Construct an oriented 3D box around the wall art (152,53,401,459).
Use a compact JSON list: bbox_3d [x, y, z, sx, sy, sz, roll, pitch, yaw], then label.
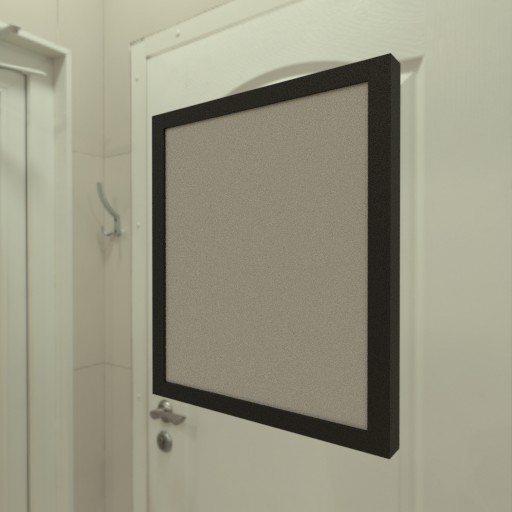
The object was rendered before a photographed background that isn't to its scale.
[{"bbox_3d":[0.000,0.000,0.523,0.330,0.381,0.029,0,1,36],"label":"wall art"}]
